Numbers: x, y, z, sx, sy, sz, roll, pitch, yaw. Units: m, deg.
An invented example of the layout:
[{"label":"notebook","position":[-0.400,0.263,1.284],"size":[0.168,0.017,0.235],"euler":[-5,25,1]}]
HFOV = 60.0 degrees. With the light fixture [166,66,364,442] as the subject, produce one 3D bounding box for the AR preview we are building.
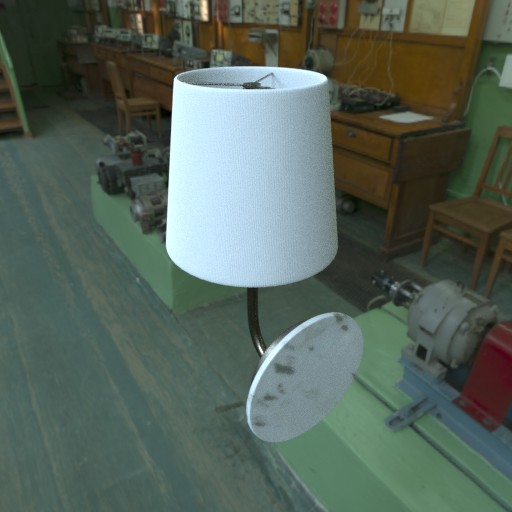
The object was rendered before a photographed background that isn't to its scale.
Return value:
[{"label":"light fixture","position":[0.000,0.000,0.447],"size":[0.168,0.337,0.188],"euler":[-19,35,-30]}]
